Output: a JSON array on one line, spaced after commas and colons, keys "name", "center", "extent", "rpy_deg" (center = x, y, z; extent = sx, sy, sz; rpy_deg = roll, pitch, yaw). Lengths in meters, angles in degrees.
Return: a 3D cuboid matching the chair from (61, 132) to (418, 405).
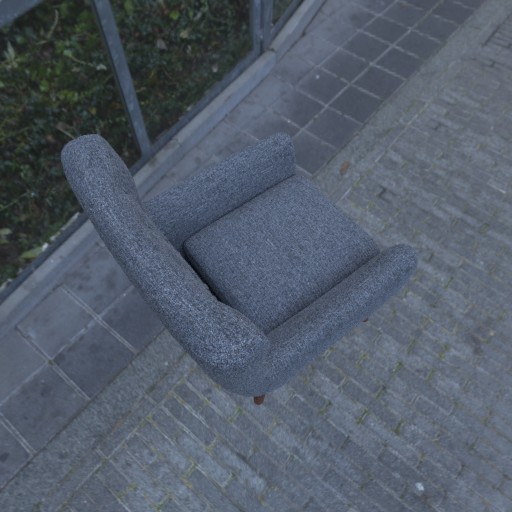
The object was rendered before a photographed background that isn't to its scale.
[{"name": "chair", "center": [0.000, 0.000, 1.719], "extent": [0.940, 1.039, 0.889], "rpy_deg": [-33, 64, -18]}]
